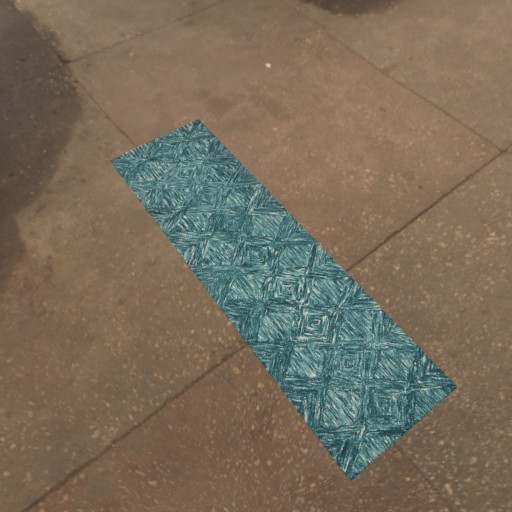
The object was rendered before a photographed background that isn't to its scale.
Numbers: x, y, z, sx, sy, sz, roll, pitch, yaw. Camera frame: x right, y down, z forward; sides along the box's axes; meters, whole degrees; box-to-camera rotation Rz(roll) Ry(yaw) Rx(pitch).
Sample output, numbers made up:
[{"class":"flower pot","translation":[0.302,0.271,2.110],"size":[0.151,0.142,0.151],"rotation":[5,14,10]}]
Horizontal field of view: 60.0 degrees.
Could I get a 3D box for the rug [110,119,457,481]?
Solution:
[{"class":"rug","translation":[0.000,0.000,2.468],"size":[0.676,0.016,2.286],"rotation":[-31,63,-18]}]
